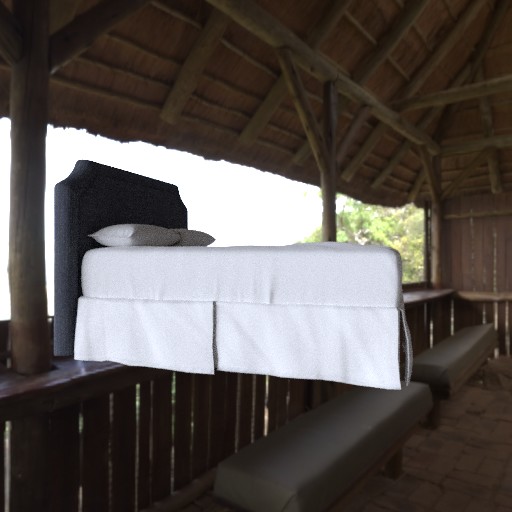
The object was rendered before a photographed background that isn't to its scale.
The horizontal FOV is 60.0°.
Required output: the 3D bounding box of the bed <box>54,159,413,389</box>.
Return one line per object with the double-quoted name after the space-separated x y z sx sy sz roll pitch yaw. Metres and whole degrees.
0.000 0.000 3.215 2.116 1.290 1.693 0 1 17 "bed"
